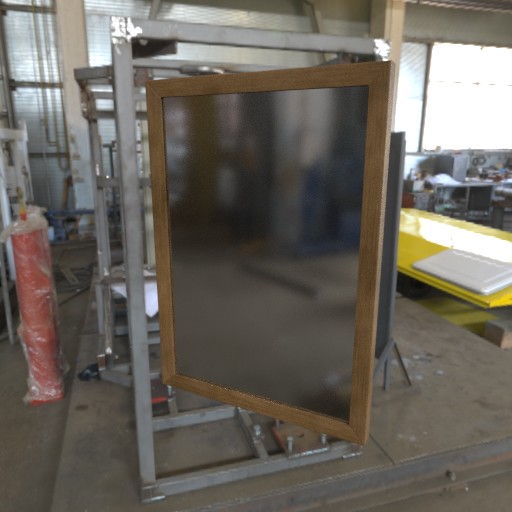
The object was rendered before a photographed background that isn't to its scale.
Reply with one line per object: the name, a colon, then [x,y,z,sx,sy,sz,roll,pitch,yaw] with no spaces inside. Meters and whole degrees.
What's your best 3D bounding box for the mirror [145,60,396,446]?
mirror: [0.000,0.000,0.922,0.507,0.710,0.040,7,16,27]
